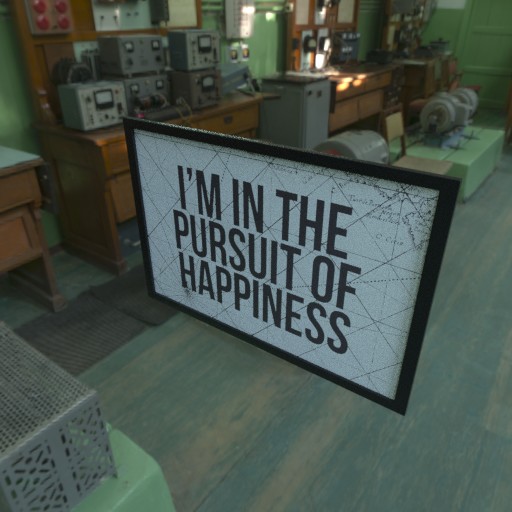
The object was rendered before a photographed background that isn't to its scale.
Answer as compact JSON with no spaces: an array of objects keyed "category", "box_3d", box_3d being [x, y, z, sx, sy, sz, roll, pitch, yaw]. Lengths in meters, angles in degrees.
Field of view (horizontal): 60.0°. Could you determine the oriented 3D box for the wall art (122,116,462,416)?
[{"category":"wall art","box_3d":[0.000,0.000,1.063,0.819,0.552,0.015,19,35,30]}]
